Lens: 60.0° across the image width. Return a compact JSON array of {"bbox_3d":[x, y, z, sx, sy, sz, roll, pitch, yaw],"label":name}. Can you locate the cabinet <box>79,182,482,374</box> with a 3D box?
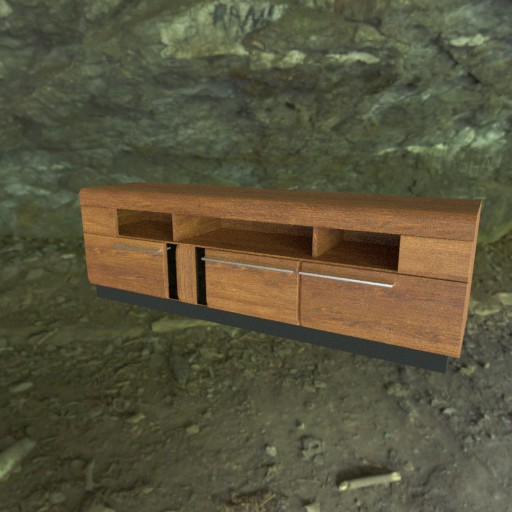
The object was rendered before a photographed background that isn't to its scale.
[{"bbox_3d":[0.000,0.000,1.828,1.600,0.510,0.419,8,16,27],"label":"cabinet"}]
